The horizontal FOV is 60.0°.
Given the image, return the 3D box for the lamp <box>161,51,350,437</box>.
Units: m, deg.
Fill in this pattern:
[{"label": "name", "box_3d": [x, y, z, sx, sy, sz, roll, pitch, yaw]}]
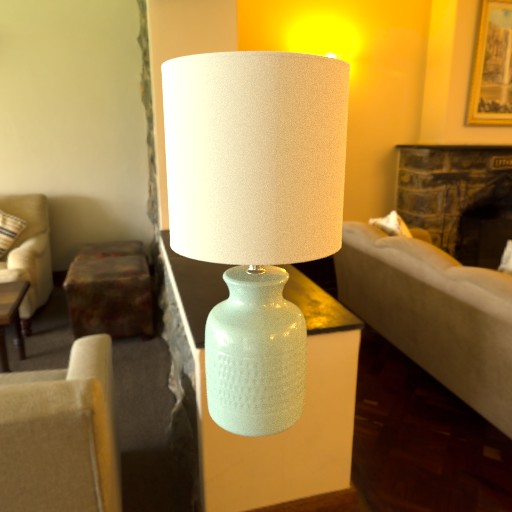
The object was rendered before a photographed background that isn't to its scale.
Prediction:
[{"label": "lamp", "box_3d": [0.000, 0.000, 1.108, 0.418, 0.871, 0.418, 7, 16, 24]}]
